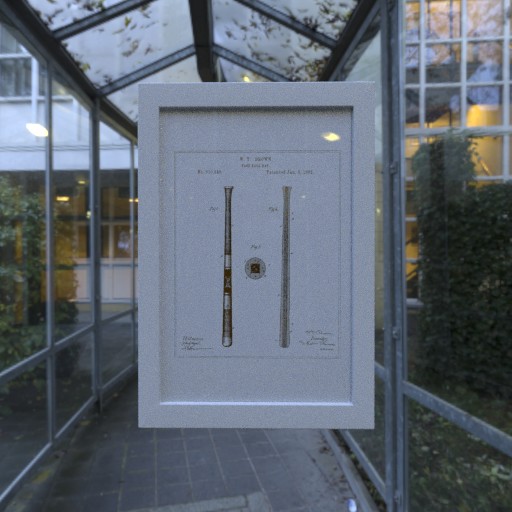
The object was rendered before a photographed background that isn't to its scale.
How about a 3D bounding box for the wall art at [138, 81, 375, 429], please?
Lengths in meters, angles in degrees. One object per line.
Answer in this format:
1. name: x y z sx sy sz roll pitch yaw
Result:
1. wall art: 0.000 0.000 0.621 0.329 0.482 0.011 0 0 1
